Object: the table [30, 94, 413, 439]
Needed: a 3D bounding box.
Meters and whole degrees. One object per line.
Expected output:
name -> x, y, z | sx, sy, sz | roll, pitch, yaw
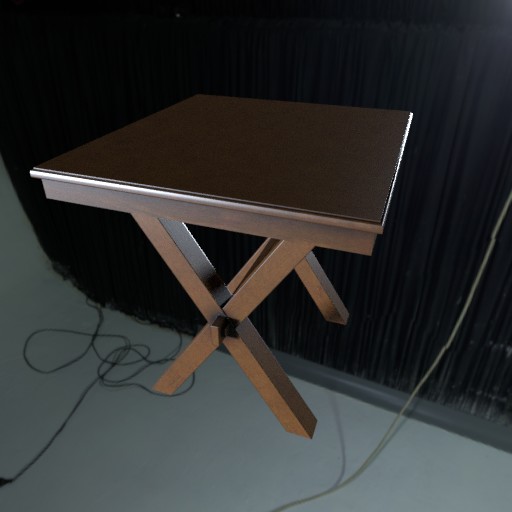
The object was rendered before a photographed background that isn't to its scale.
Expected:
table -> 0.000, 0.000, 1.021 | 0.560, 0.562, 0.602 | 11, 33, 17
